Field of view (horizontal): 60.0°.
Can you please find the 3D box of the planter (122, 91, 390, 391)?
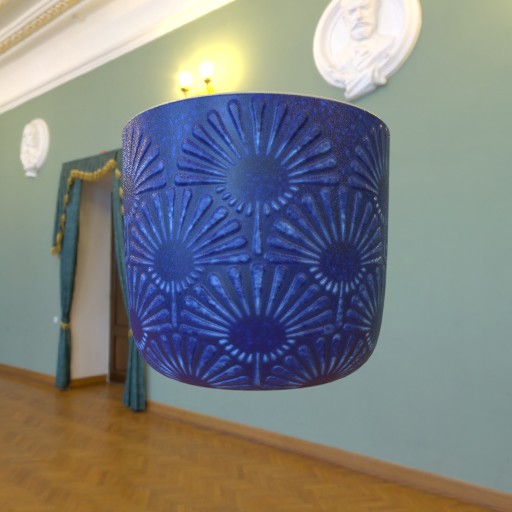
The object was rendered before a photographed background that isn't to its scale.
[{"bbox_3d":[0.000,0.000,0.211,0.124,0.109,0.124,0,-3,0],"label":"planter"}]
